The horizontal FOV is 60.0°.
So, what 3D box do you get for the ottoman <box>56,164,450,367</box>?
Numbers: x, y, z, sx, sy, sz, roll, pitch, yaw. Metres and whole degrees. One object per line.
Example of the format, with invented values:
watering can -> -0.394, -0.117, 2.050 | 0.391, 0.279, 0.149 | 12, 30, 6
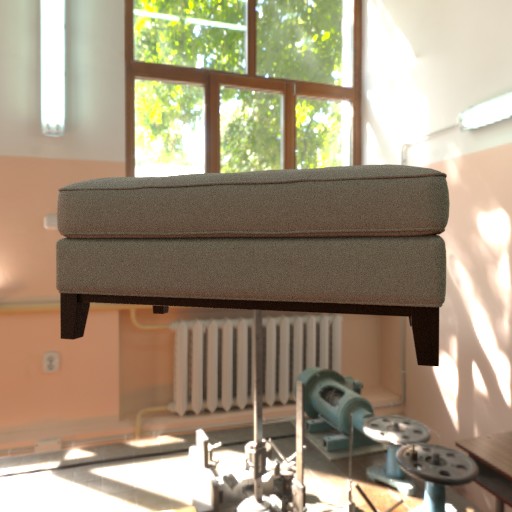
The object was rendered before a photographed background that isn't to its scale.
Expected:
ottoman -> 0.000, 0.000, 1.492 | 1.143, 0.508, 0.648 | 0, 1, 17
